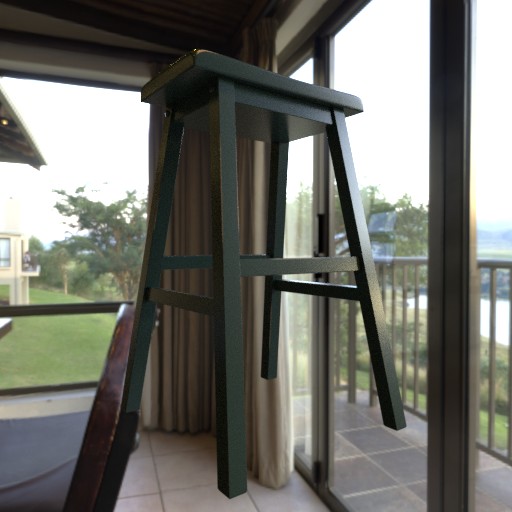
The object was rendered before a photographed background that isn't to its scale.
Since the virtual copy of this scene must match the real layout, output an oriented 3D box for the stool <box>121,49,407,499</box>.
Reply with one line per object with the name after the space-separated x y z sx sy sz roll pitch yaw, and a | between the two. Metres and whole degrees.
0.000 0.000 1.002 0.457 0.737 0.476 -1 2 -37 | stool
